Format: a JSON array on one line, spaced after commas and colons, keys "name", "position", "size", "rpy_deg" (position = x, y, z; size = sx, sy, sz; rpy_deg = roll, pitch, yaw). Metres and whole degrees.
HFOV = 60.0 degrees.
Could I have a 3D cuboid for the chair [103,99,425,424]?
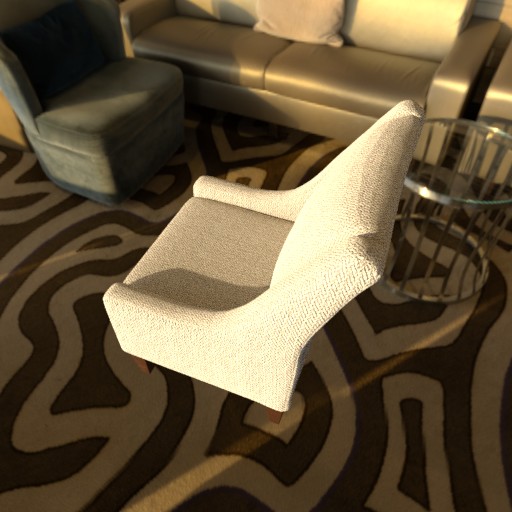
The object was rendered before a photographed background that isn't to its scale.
[{"name": "chair", "position": [0.000, 0.000, 1.619], "size": [0.870, 1.014, 0.774], "rpy_deg": [16, 49, 15]}]
